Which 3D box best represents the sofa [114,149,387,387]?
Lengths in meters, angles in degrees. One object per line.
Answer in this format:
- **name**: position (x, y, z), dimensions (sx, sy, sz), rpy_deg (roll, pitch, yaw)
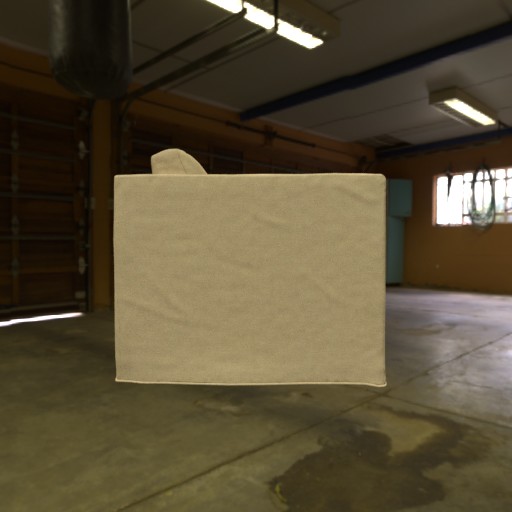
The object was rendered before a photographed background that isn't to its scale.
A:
- **sofa**: position (0.000, 0.000, 2.445), dimensions (0.962, 0.835, 1.959), rpy_deg (0, 1, 1)
